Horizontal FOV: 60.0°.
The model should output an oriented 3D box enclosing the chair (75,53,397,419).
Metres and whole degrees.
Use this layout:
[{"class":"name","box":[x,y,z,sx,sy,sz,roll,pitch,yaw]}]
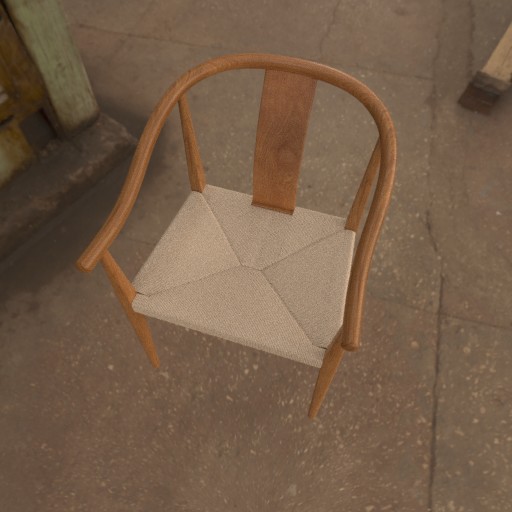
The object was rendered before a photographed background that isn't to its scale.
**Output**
[{"class":"chair","box":[0.000,0.000,1.175,0.556,0.800,0.579,15,59,9]}]
